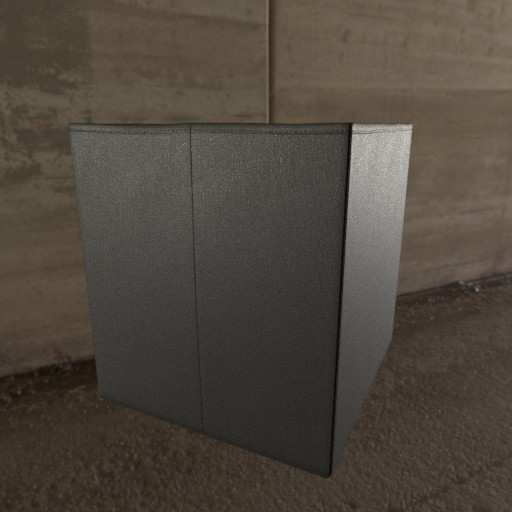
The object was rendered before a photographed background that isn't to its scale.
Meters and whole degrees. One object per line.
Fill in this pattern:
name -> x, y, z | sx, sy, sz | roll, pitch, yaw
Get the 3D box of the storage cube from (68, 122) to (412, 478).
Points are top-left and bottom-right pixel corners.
storage cube -> 0.000, 0.000, 0.487 | 0.270, 0.280, 0.270 | 8, 18, 25
